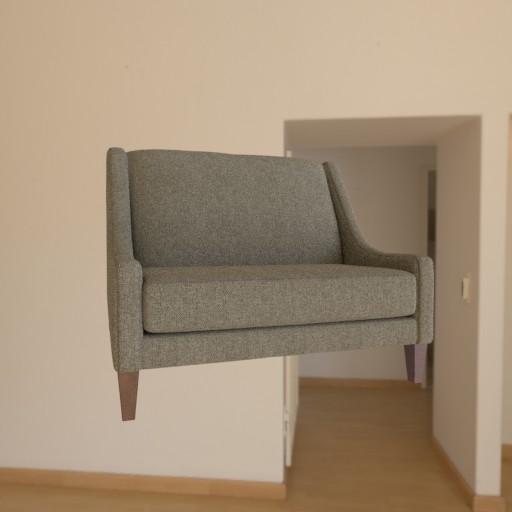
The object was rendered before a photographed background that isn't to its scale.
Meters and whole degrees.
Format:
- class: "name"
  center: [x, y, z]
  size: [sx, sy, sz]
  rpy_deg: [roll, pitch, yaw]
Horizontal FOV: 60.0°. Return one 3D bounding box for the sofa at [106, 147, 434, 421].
- class: "sofa"
  center: [0.000, 0.000, 1.946]
  size: [1.242, 1.021, 0.870]
  rpy_deg: [-1, 2, -19]
